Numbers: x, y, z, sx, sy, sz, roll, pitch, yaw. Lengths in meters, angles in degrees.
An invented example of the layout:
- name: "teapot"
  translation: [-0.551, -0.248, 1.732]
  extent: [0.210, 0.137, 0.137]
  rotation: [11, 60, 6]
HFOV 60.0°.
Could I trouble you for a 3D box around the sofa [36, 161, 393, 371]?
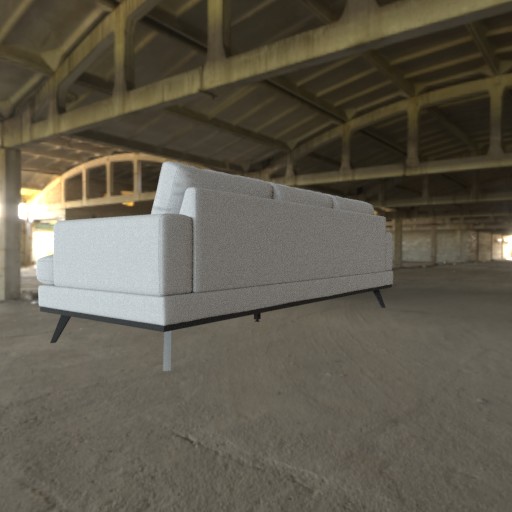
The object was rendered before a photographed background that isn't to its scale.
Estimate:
- name: "sofa"
  translation: [0.000, 0.000, 2.751]
  extent: [0.920, 0.810, 2.310]
  rotation: [1, 1, 37]
